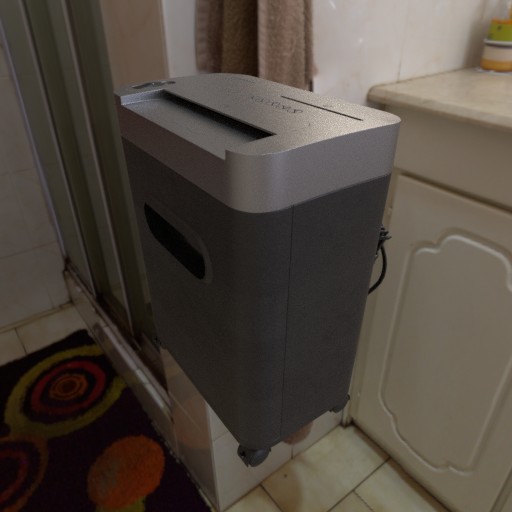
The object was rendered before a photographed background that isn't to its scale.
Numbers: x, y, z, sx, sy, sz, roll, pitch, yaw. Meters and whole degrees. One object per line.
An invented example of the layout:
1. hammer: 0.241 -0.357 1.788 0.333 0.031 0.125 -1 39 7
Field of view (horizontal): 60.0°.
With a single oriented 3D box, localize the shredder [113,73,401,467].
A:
1. shredder: 0.000 0.000 0.600 0.237 0.419 0.311 -21 38 -29
